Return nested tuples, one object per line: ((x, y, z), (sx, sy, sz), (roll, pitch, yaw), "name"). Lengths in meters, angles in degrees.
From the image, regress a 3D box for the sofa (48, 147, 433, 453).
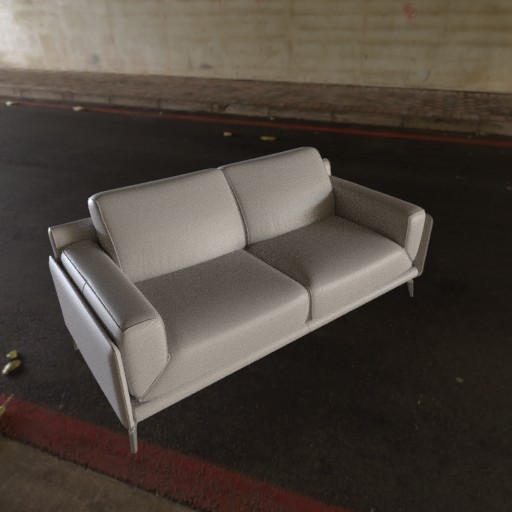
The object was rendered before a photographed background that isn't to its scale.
((0.000, 0.000, 2.596), (2.101, 0.930, 1.049), (-20, 35, -32), "sofa")
